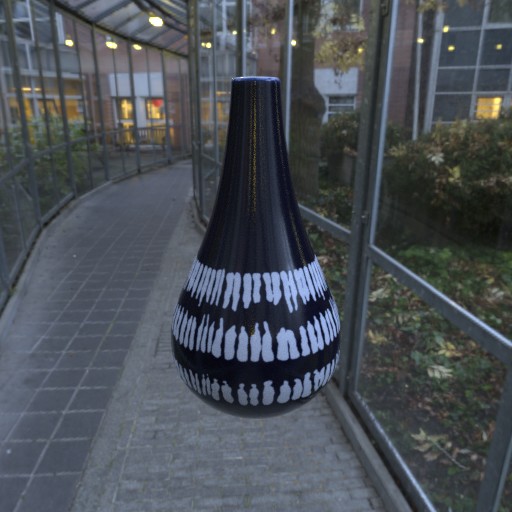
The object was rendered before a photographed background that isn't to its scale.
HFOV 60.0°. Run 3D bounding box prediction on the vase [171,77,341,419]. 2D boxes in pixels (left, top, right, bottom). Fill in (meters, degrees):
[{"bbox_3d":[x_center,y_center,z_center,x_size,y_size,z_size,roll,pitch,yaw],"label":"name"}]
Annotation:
[{"bbox_3d":[0.000,0.000,0.395,0.159,0.295,0.159,0,18,0],"label":"vase"}]
